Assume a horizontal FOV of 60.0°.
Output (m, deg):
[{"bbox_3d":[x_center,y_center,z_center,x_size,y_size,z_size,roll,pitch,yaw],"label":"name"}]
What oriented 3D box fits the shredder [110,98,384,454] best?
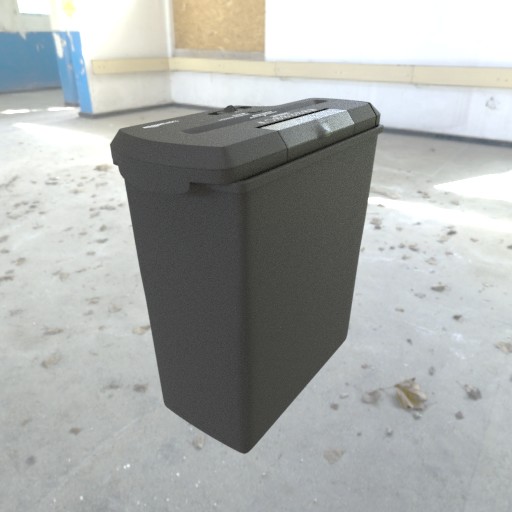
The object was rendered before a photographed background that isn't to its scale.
[{"bbox_3d":[0.000,0.000,0.522,0.170,0.335,0.320,18,32,31],"label":"shredder"}]
